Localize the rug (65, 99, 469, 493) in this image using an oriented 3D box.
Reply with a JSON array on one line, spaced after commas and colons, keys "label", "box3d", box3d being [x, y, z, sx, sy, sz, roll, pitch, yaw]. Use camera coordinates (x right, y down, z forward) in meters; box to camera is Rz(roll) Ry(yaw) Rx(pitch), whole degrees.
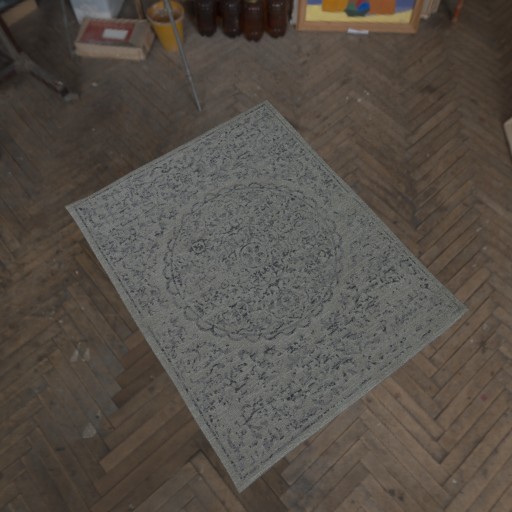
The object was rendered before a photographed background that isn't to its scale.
[{"label": "rug", "box3d": [0.000, 0.000, 3.943, 2.343, 0.026, 2.925, -33, 69, -14]}]
